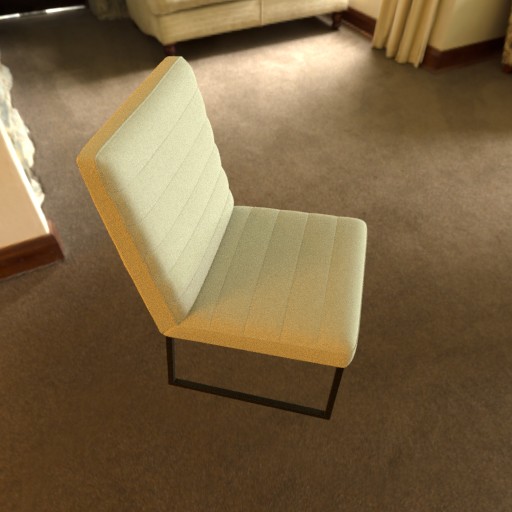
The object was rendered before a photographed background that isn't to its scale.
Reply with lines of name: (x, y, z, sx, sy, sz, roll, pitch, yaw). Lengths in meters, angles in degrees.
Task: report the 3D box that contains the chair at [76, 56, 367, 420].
chair: (0.000, 0.000, 1.305, 0.634, 0.930, 0.520, 10, 47, 9)
